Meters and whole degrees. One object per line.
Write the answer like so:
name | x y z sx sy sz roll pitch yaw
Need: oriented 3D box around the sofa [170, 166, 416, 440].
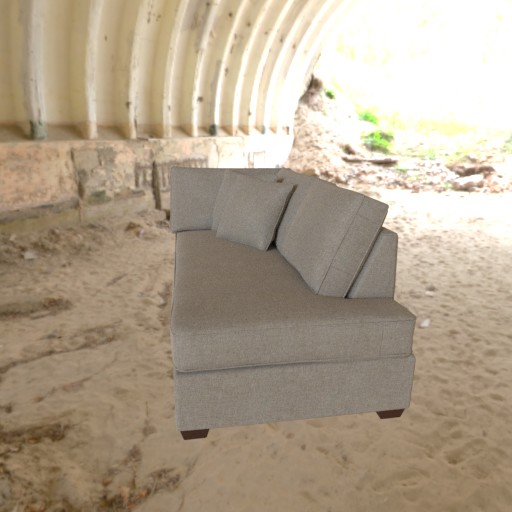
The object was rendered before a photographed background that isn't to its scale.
sofa | 0.000 0.000 2.859 1.110 1.019 2.238 -3 16 -9
